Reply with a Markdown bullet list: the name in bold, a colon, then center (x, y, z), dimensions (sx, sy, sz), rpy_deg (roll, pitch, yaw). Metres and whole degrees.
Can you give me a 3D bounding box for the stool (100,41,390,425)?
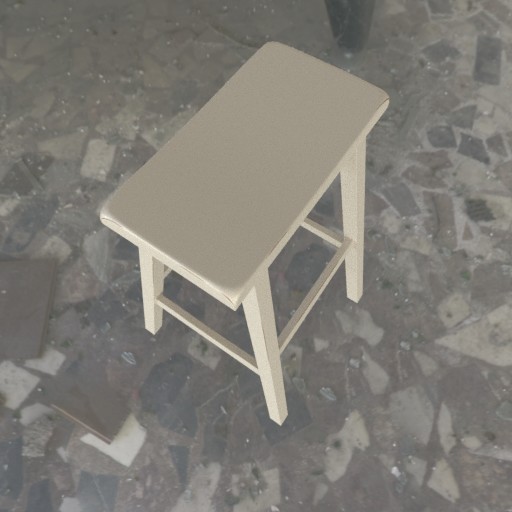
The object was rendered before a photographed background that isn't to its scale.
- **stool**: center (0.000, 0.000, 1.004), dimensions (0.476, 0.737, 0.457), rpy_deg (32, 67, 15)
